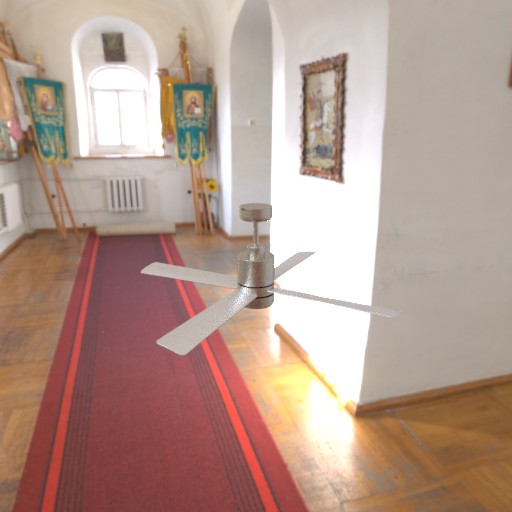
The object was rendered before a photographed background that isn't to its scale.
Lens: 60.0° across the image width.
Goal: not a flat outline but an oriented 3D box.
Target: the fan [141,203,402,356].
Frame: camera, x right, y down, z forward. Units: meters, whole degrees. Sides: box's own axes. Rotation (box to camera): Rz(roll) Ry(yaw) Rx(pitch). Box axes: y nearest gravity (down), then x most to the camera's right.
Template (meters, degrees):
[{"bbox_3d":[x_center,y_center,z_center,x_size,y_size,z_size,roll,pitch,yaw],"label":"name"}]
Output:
[{"bbox_3d":[0.000,0.000,2.367,1.525,0.539,1.525,9,19,27],"label":"fan"}]
